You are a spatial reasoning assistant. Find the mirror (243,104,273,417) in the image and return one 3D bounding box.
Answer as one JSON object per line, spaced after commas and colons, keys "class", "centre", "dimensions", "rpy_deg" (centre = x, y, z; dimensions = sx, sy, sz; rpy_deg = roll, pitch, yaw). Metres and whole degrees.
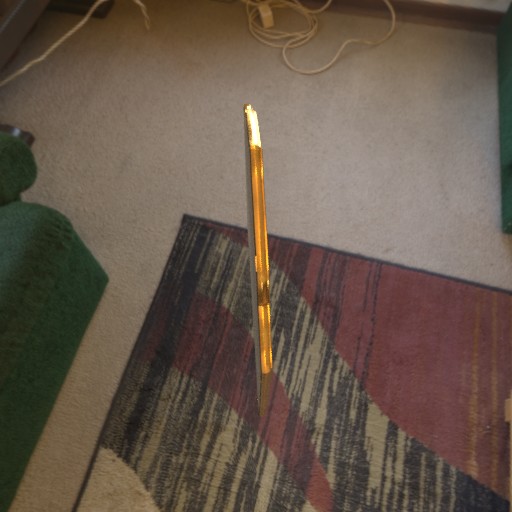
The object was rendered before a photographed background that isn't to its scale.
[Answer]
{"class": "mirror", "centre": [0.000, 0.000, 0.858], "dimensions": [0.018, 0.635, 0.513], "rpy_deg": [-3, 63, -2]}
